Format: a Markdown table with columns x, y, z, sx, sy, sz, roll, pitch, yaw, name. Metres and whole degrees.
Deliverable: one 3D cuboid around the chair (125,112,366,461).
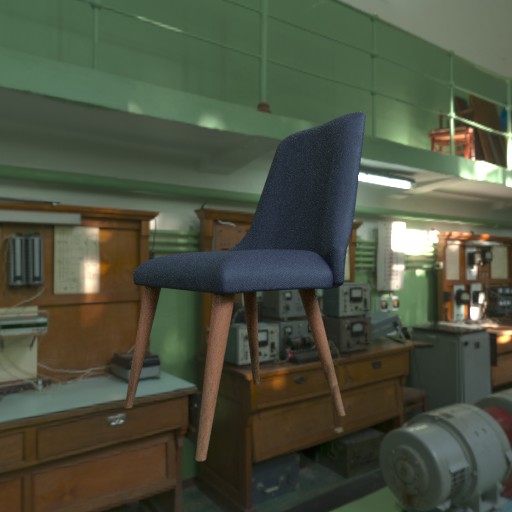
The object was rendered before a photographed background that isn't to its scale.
| x | y | z | sx | sy | sz | roll | pitch | yaw | name |
| --- | --- | --- | --- | --- | --- | --- | --- | --- | --- |
| 0.000 | 0.000 | 1.200 | 0.567 | 0.820 | 0.504 | 1 | -1 | -36 | chair |
